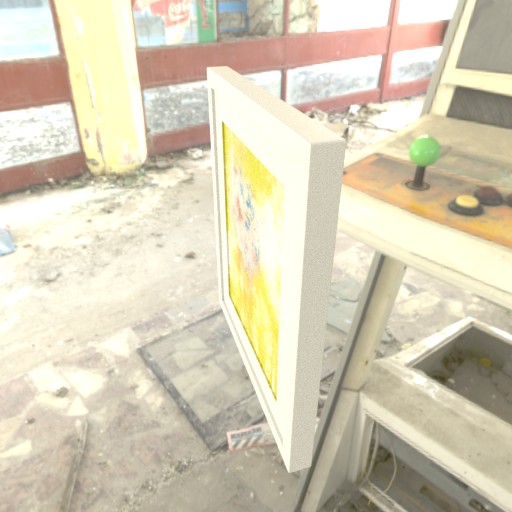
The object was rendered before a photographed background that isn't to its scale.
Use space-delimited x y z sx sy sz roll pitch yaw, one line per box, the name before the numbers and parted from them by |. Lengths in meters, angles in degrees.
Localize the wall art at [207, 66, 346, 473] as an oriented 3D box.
wall art | 0.000 0.000 0.539 0.028 0.381 0.331 -10 33 -15
